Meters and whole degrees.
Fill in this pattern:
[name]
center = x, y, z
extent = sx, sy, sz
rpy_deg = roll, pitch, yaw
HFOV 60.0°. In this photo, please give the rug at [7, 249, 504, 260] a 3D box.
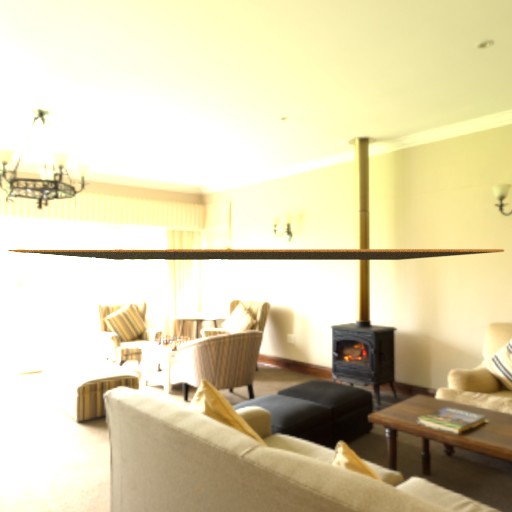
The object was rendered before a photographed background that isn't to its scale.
[rug]
center = 0.000, 0.000, 2.232
extent = 1.829, 0.010, 1.219
rpy_deg = 0, -2, 0
